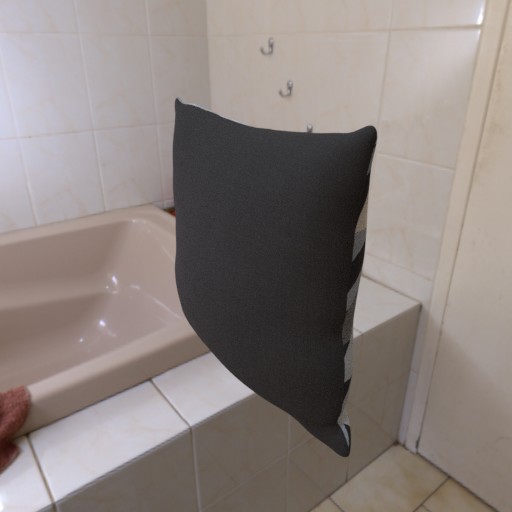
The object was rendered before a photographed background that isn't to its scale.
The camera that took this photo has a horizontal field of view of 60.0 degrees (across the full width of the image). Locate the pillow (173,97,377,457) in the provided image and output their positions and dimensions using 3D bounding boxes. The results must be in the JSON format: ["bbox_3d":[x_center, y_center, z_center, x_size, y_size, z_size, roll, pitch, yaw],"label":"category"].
[{"bbox_3d":[0.000,0.000,0.765,0.208,0.496,0.503,-17,30,-32],"label":"pillow"}]
